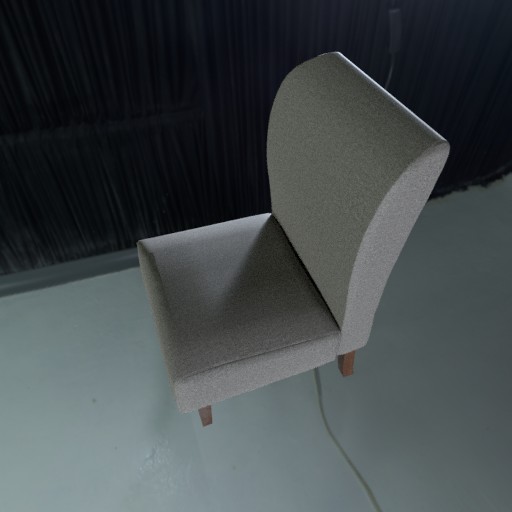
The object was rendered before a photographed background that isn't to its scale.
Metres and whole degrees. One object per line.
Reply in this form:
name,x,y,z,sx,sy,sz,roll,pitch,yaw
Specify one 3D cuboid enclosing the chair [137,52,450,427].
chair,0.000,0.000,1.147,0.592,0.804,0.513,-16,49,-15
